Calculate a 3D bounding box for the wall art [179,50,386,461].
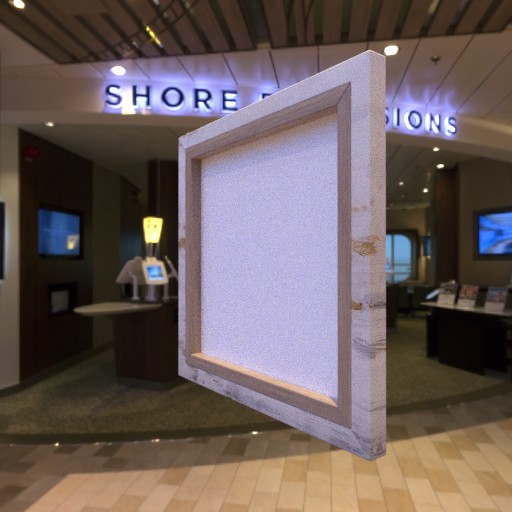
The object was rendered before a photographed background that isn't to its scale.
[{"bbox_3d":[0.000,0.000,0.913,0.040,0.613,0.611,0,0,-37],"label":"wall art"}]
